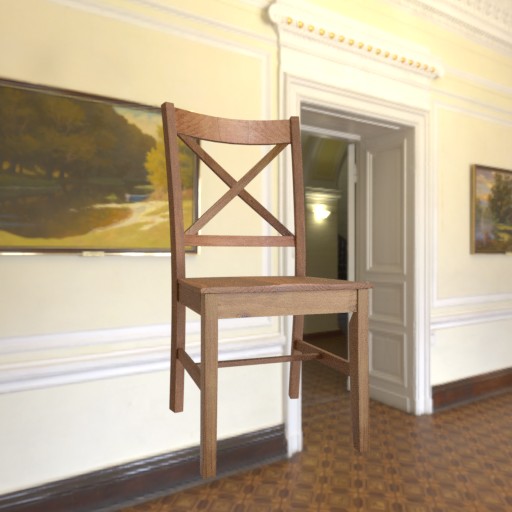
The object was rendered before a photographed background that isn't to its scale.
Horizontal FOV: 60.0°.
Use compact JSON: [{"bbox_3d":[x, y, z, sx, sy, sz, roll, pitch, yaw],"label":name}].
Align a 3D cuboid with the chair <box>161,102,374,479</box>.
[{"bbox_3d":[0.000,0.000,1.293,0.485,0.983,0.542,0,0,-19],"label":"chair"}]
